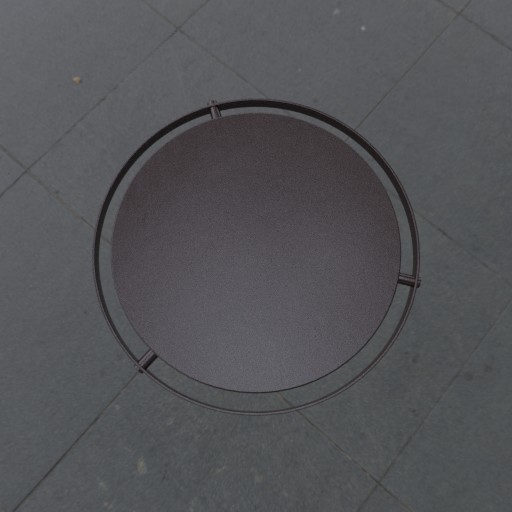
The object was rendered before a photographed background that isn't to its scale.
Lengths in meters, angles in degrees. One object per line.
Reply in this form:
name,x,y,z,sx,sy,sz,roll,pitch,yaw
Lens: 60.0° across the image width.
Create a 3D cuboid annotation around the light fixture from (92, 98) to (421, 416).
light fixture,0.000,0.000,0.547,0.361,0.130,0.361,0,76,0
